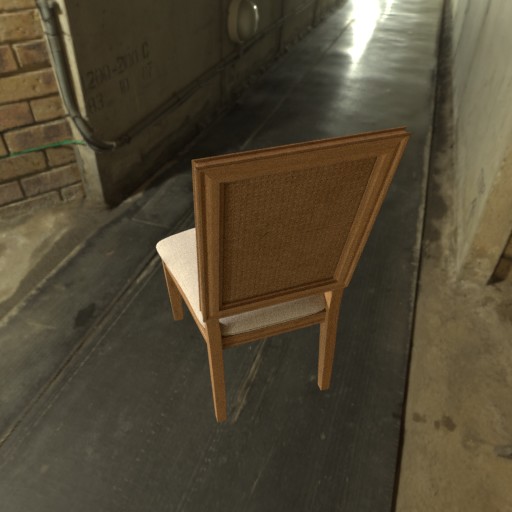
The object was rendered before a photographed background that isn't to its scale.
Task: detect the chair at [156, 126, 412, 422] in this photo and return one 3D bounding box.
[{"bbox_3d":[0.000,0.000,1.313,0.536,0.988,0.601,-12,42,-14],"label":"chair"}]
